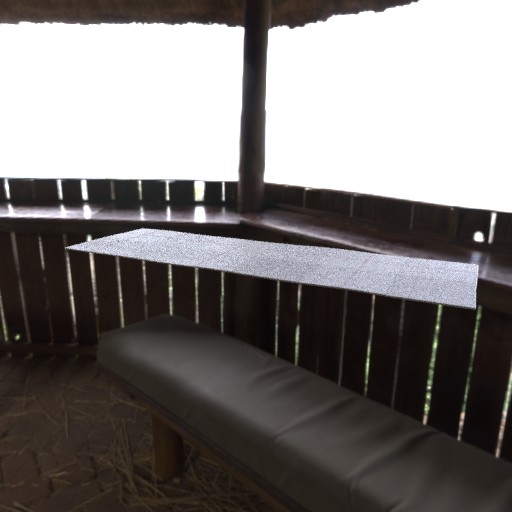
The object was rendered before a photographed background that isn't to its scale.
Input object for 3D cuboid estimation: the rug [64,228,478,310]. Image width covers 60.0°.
[{"bbox_3d":[0.000,0.000,2.714,2.439,0.013,0.762,7,16,26],"label":"rug"}]
